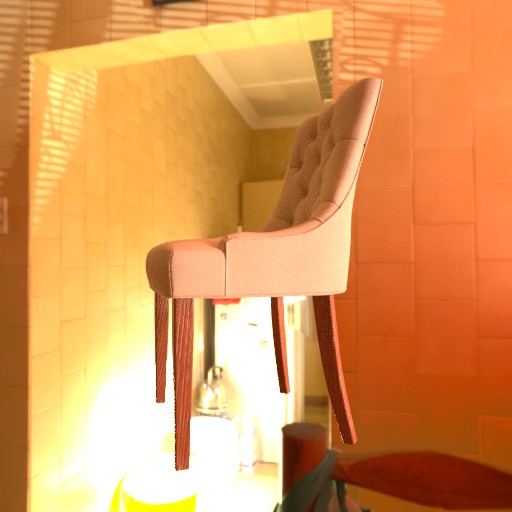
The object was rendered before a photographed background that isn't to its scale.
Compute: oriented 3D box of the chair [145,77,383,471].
[{"bbox_3d":[0.000,0.000,1.191,0.565,0.874,0.509,0,-1,-18],"label":"chair"}]
